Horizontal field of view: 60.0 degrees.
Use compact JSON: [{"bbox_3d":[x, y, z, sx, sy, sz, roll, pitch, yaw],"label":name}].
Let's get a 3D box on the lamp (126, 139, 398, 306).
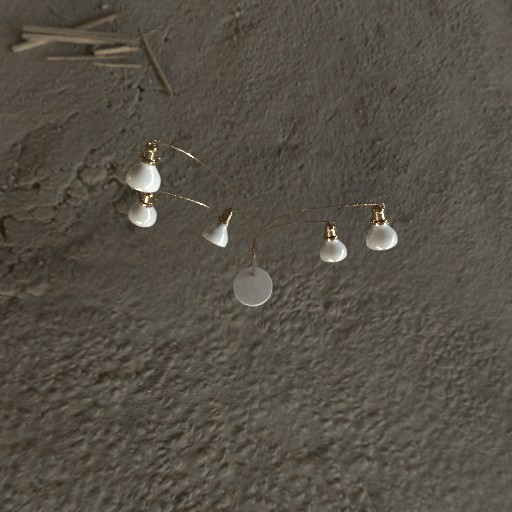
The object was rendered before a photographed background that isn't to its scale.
[{"bbox_3d":[0.000,0.000,2.984,1.405,2.423,0.361,10,76,3],"label":"lamp"}]
